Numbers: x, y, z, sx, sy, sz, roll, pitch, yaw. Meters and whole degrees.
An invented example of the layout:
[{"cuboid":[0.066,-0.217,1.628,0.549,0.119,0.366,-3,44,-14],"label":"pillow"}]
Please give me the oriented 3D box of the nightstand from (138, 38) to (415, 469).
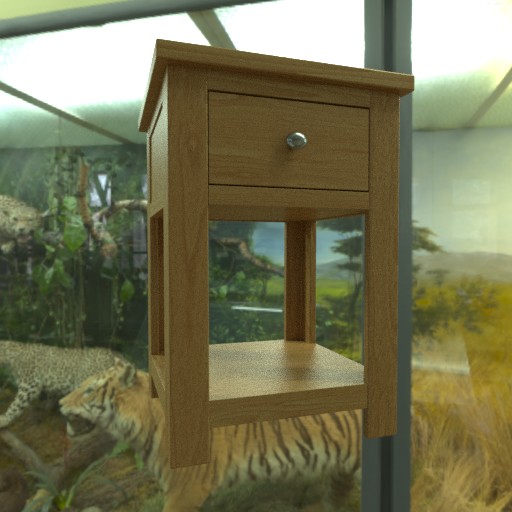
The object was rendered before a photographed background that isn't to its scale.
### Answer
[{"cuboid":[0.000,0.000,0.882,0.428,0.614,0.418,0,1,-18],"label":"nightstand"}]
